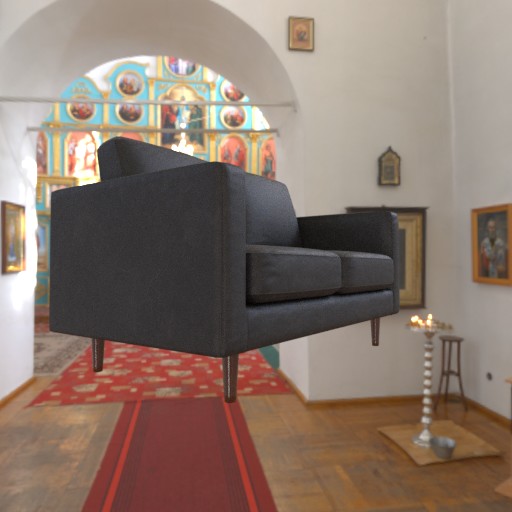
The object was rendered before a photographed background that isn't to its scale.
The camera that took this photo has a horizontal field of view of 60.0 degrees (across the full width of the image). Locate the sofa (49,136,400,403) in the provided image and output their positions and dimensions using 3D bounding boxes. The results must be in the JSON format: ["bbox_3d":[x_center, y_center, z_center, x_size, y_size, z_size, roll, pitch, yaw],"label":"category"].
[{"bbox_3d":[0.000,0.000,1.981,0.879,0.899,1.430,-1,-2,36],"label":"sofa"}]
